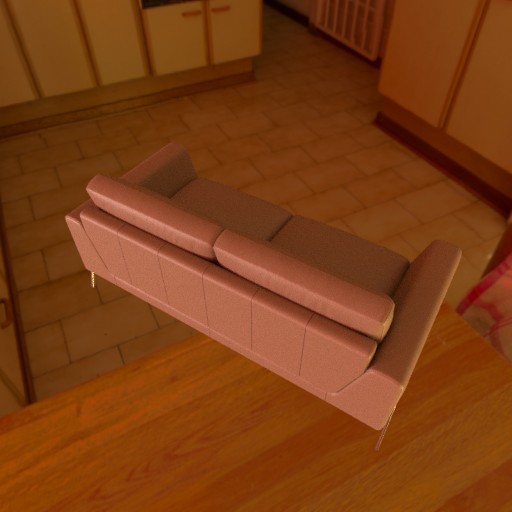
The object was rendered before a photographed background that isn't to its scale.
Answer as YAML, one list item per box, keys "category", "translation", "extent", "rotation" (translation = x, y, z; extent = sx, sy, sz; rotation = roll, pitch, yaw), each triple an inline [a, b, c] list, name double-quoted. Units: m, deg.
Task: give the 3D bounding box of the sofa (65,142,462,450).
- category: "sofa"
  translation: [0.000, 0.000, 2.552]
  extent: [2.017, 0.875, 0.953]
  rotation: [24, 50, 22]
